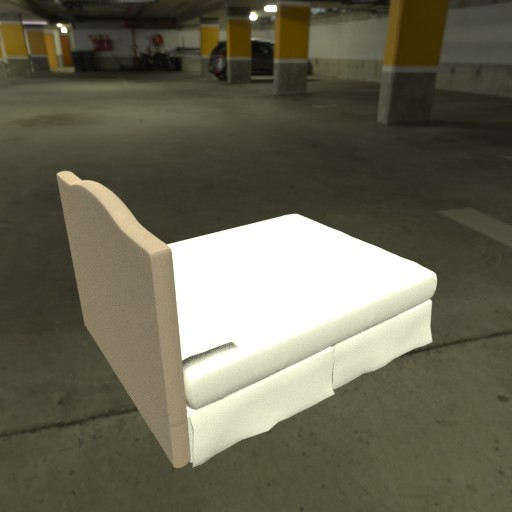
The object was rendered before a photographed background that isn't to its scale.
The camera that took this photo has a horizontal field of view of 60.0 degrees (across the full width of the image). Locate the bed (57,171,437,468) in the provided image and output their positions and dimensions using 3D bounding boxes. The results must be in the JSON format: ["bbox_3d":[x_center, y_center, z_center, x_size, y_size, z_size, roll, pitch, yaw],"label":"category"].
[{"bbox_3d":[0.000,0.000,3.370,2.282,1.436,1.821,-16,29,-31],"label":"bed"}]
